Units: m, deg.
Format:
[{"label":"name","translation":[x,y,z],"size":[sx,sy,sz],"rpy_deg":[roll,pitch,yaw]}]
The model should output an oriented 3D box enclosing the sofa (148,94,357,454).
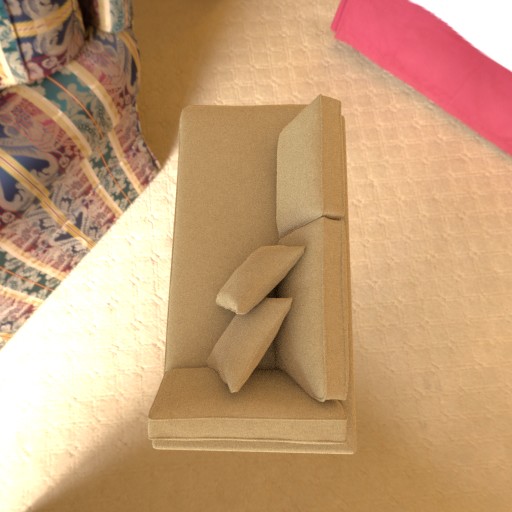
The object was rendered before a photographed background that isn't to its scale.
[{"label":"sofa","translation":[0.000,0.000,2.844],"size":[1.110,1.033,2.237],"rpy_deg":[1,75,0]}]
